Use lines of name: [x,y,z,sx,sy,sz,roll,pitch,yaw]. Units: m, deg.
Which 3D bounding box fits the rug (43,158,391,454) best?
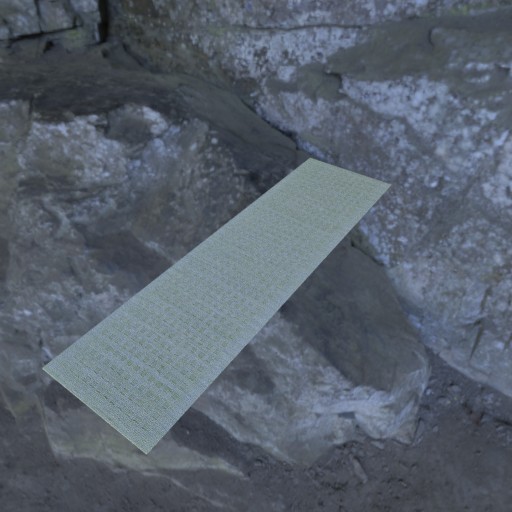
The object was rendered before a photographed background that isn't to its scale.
rug: [0.000,0.000,2.647,0.686,0.006,2.437,25,47,26]
